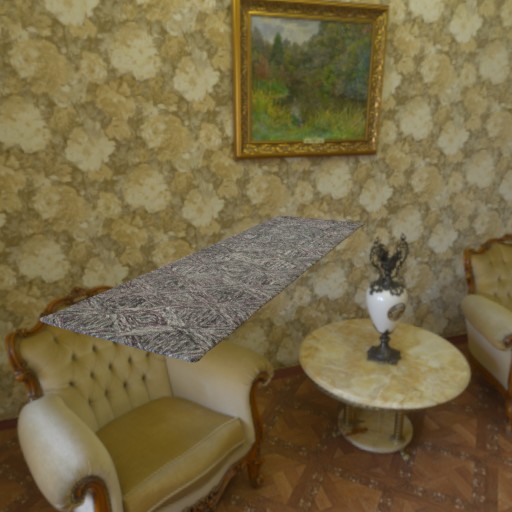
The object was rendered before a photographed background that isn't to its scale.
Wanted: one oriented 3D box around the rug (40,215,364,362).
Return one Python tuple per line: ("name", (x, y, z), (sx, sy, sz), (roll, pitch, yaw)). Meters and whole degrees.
("rug", (0.000, 0.000, 2.522), (0.719, 0.013, 2.305), (8, 18, 25))
